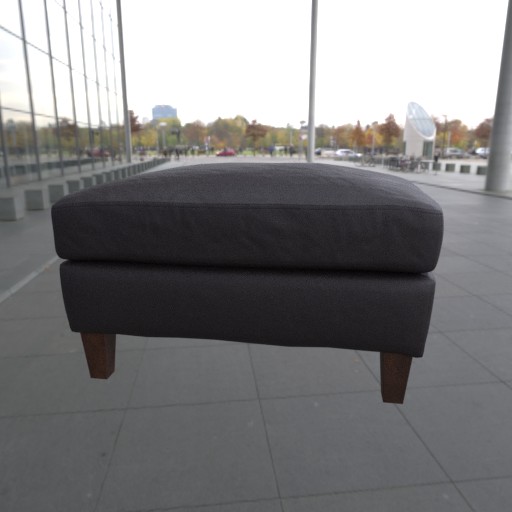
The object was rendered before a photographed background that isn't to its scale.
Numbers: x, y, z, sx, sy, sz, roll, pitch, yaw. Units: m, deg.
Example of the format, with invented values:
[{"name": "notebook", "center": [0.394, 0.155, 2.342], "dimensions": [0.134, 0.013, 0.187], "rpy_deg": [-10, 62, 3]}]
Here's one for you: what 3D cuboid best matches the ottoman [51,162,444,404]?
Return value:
[{"name": "ottoman", "center": [0.000, 0.000, 1.271], "dimensions": [0.887, 0.529, 0.659], "rpy_deg": [2, 14, 9]}]
